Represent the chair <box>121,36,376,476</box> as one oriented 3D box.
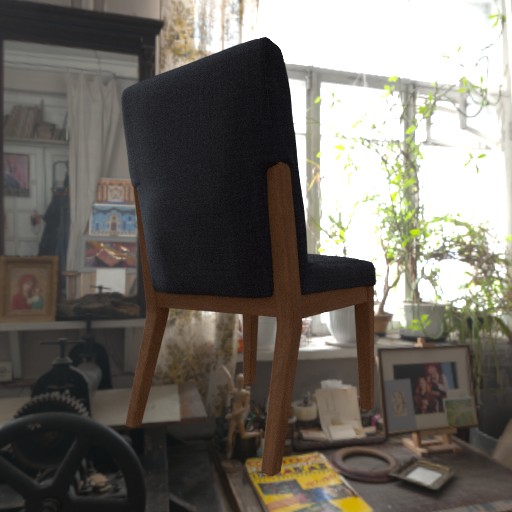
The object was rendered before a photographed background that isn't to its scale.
[{"bbox_3d":[0.000,0.000,1.262,0.507,0.911,0.586,-1,-1,36],"label":"chair"}]
